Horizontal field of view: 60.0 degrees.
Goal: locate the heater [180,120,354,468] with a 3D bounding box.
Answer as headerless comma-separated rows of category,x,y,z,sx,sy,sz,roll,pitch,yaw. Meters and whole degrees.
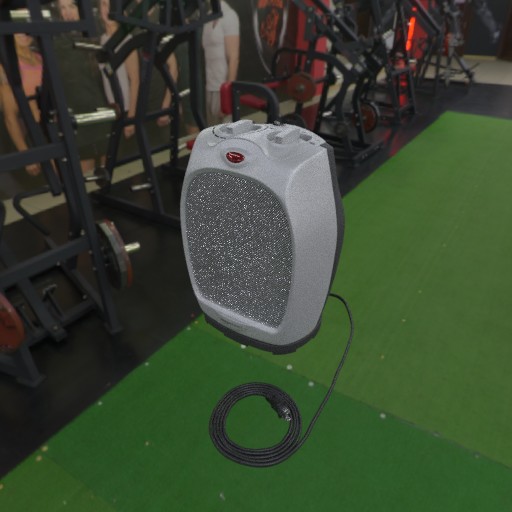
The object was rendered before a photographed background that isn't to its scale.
heater,0.000,0.000,0.485,0.239,0.255,0.291,20,36,30
